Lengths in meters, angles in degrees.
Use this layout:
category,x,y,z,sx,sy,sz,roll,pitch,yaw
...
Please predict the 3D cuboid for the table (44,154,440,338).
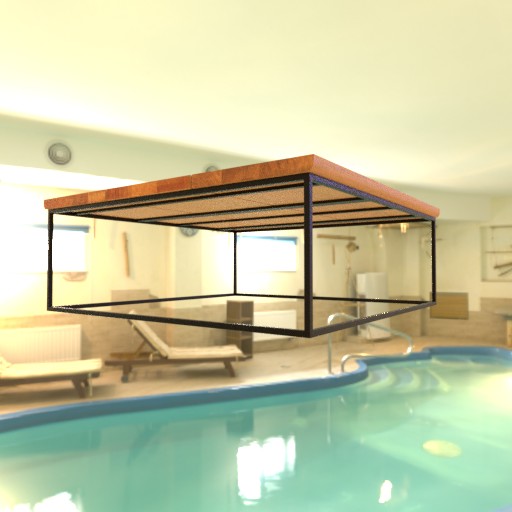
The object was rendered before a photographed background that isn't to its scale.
category,x,y,z,sx,sy,sz,roll,pitch,yaw
table,0.000,0.000,1.721,1.100,0.400,1.100,-1,-2,36
